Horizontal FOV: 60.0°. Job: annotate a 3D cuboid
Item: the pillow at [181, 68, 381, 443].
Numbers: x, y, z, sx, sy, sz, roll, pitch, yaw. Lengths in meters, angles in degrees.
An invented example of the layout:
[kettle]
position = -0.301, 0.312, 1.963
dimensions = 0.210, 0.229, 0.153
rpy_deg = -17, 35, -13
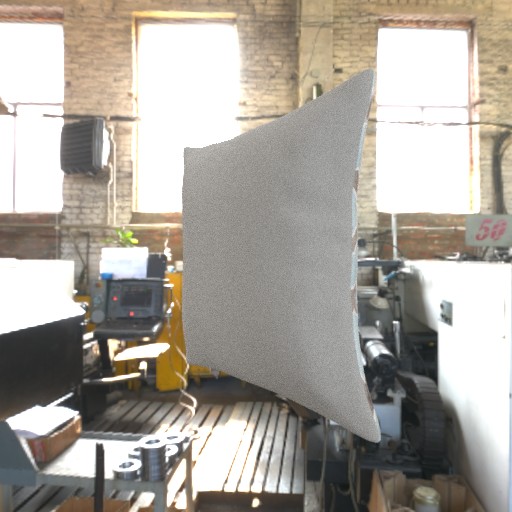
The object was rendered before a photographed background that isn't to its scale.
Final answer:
[pillow]
position = 0.000, 0.000, 0.818
dimensions = 0.166, 0.508, 0.552
rpy_deg = 0, 0, -36
